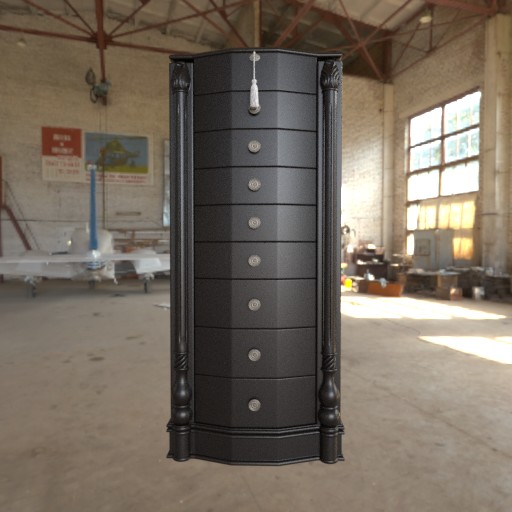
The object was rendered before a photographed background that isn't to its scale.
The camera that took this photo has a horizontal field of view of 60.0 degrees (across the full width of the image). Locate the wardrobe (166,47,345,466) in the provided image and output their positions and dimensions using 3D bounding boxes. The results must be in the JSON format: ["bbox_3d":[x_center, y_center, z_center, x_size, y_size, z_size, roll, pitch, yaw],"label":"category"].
[{"bbox_3d":[0.000,0.000,1.177,0.444,1.011,0.295,0,1,2],"label":"wardrobe"}]
